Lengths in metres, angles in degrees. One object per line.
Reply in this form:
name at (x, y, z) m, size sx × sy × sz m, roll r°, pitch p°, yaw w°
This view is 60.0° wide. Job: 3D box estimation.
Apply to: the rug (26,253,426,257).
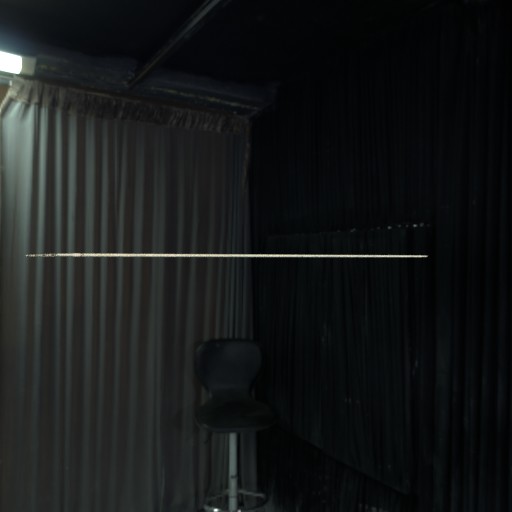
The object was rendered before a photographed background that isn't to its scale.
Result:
rug at (0.000, 0.000, 2.726) m, size 2.440 × 0.013 × 0.769 m, roll 0°, pitch 0°, yaw -36°
